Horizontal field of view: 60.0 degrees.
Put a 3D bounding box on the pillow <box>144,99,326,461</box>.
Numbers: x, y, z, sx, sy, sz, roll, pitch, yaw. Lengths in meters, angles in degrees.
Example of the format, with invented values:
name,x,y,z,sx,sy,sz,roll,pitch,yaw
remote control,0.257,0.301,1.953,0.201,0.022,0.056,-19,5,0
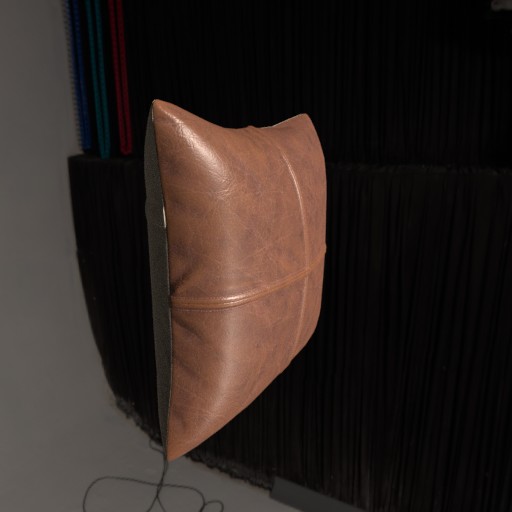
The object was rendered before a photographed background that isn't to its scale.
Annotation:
name,x,y,z,sx,sy,sz,roll,pitch,yaw
pillow,0.000,0.000,0.734,0.192,0.470,0.484,8,17,26
